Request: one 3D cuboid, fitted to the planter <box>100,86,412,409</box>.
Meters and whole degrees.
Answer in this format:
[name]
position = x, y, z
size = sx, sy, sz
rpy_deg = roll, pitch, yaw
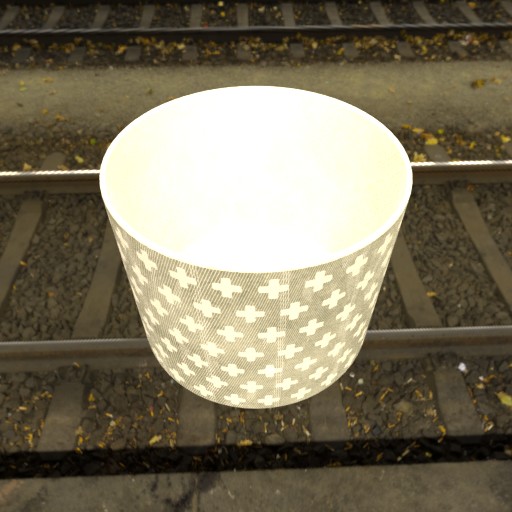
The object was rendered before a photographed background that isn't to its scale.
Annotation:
[planter]
position = 0.000, 0.000, 0.450
size = 0.250, 0.239, 0.250
rpy_deg = 0, 47, 0
